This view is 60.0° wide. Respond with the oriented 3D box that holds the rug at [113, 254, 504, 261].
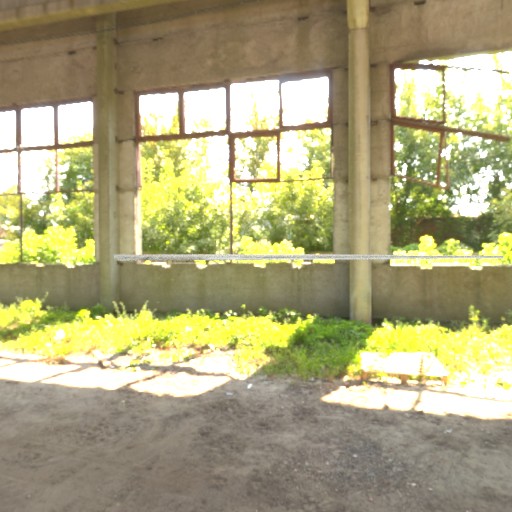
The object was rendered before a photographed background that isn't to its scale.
[{"bbox_3d":[0.000,0.000,3.961,2.420,0.019,3.038,0,0,-18],"label":"rug"}]
